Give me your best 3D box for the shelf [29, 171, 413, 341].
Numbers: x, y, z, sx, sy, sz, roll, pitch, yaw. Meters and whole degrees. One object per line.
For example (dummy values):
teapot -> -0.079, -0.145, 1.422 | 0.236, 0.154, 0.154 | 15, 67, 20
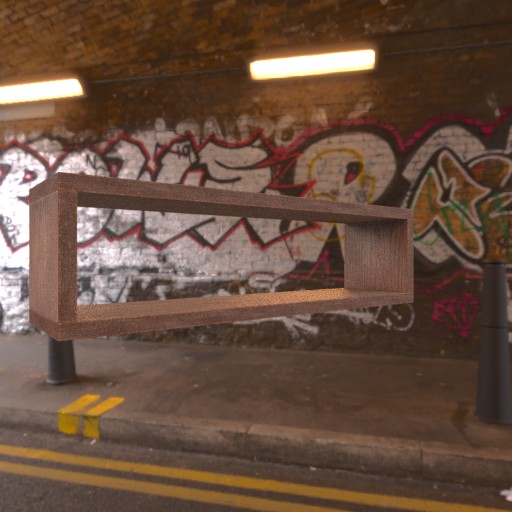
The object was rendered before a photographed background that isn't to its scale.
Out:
shelf -> 0.000, 0.000, 0.687 | 0.610, 0.170, 0.150 | 0, 0, -37
